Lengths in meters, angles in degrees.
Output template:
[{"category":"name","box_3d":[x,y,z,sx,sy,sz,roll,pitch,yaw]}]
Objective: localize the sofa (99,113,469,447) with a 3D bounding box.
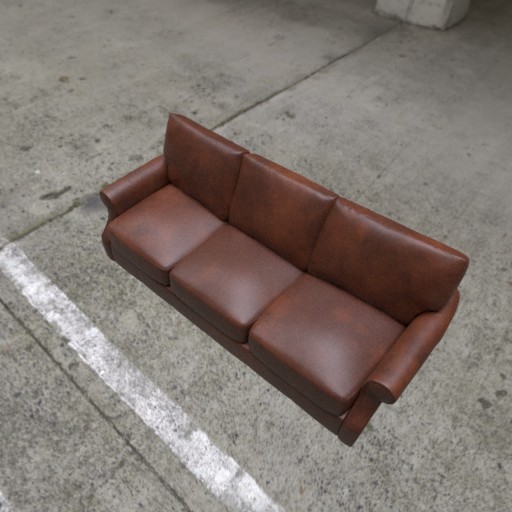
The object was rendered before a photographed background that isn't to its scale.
[{"category":"sofa","box_3d":[0.000,0.000,2.843,2.351,0.977,0.973,32,55,27]}]
